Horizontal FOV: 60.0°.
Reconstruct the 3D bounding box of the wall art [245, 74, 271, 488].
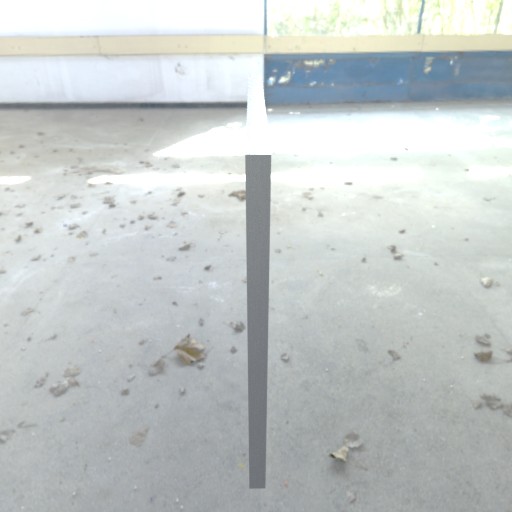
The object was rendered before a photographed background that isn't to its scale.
[{"bbox_3d":[0.000,0.000,1.198,0.038,0.806,0.806,0,30,0],"label":"wall art"}]
